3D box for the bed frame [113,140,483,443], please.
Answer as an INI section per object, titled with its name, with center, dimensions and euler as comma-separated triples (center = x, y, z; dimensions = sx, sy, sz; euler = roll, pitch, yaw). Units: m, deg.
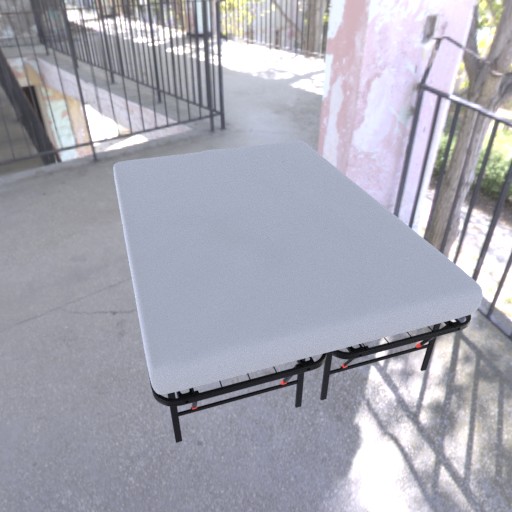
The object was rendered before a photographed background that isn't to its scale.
[bed frame]
center = 0.000, 0.000, 2.508
dimensions = 1.372, 0.637, 1.905
euler = -11, 36, -15
